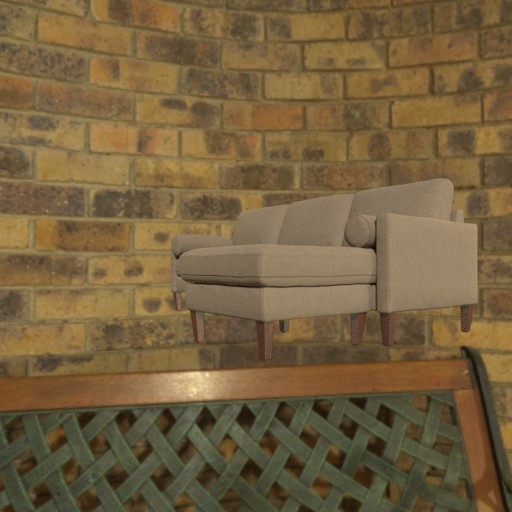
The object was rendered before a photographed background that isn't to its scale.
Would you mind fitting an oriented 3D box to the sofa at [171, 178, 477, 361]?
[{"bbox_3d":[0.000,0.000,2.899,1.506,0.875,2.178,1,-2,-37],"label":"sofa"}]
